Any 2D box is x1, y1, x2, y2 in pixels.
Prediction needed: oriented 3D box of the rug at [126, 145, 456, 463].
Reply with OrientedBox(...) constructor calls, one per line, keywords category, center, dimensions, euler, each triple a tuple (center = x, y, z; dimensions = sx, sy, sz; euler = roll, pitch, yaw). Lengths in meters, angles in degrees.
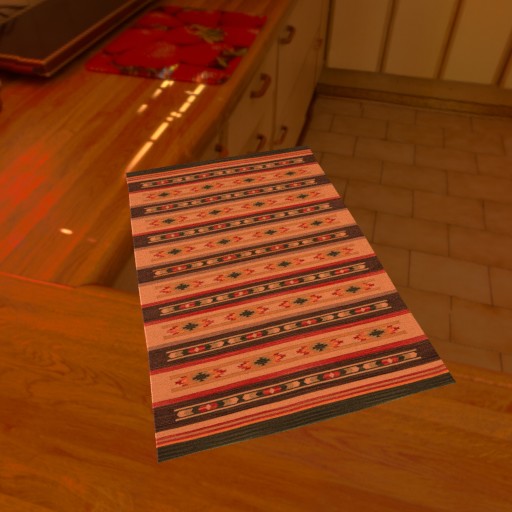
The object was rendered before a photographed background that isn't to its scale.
OrientedBox(category="rug", center=(0.000, 0.000, 2.312), dimensions=(1.221, 0.009, 1.825), euler=(-11, 48, -10))
